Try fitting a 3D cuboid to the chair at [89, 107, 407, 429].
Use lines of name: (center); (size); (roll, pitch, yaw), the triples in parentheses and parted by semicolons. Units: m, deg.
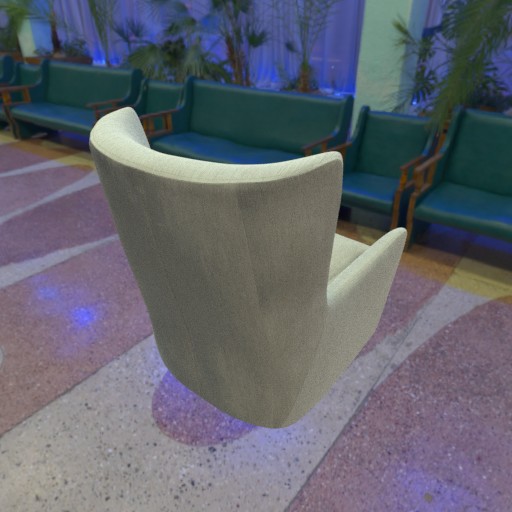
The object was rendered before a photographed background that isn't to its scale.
chair: (0.000, 0.000, 1.586); (0.779, 1.000, 0.904); (22, 37, 32)
